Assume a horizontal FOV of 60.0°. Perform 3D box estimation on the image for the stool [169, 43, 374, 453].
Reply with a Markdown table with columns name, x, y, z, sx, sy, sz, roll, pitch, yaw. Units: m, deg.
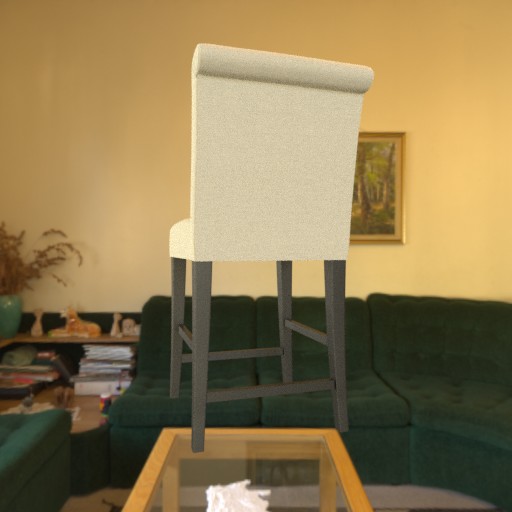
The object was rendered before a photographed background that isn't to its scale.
| name | x | y | z | sx | sy | sz | roll | pitch | yaw |
| --- | --- | --- | --- | --- | --- | --- | --- | --- | --- |
| stool | 0.000 | 0.000 | 1.328 | 0.452 | 0.976 | 0.597 | 0 | 1 | -18 |
